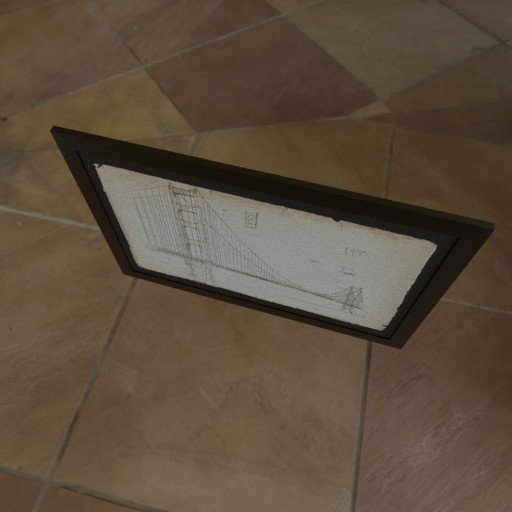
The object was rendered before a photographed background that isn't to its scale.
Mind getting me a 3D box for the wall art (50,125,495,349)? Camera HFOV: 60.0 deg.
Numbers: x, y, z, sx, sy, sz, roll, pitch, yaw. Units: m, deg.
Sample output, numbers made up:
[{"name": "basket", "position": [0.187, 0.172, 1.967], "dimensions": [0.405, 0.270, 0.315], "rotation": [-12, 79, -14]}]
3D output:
[{"name": "wall art", "position": [0.000, 0.000, 0.826], "dimensions": [0.660, 0.447, 0.013], "rotation": [14, 59, 9]}]
